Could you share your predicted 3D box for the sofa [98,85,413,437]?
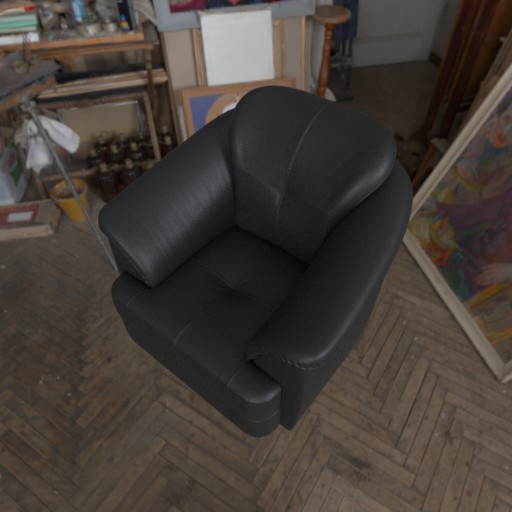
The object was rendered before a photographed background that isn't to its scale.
[{"bbox_3d":[0.000,0.000,1.483,0.870,0.811,0.794,31,54,26],"label":"sofa"}]
